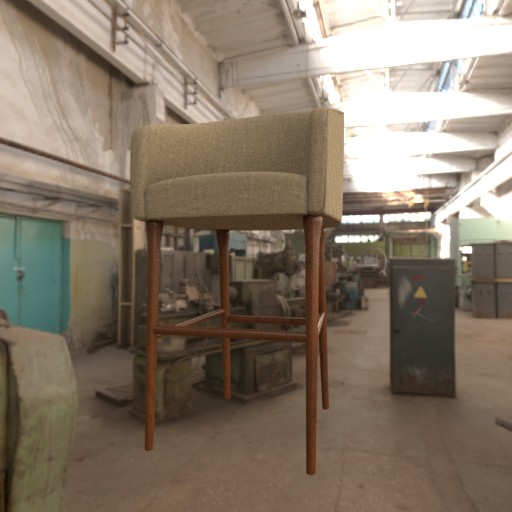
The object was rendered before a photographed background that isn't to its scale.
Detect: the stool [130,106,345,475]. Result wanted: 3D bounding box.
[{"bbox_3d":[0.000,0.000,1.418,0.559,1.078,0.607,0,-1,18],"label":"stool"}]
